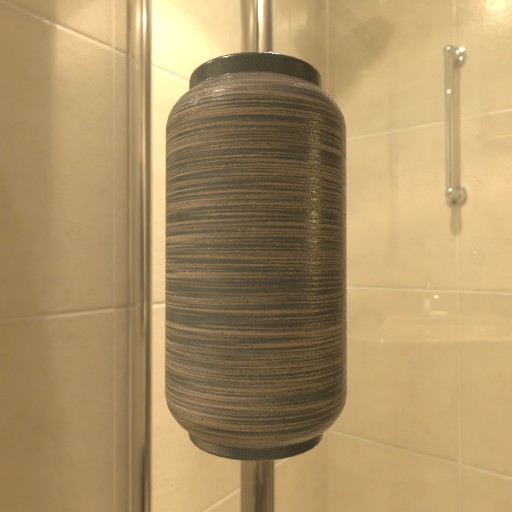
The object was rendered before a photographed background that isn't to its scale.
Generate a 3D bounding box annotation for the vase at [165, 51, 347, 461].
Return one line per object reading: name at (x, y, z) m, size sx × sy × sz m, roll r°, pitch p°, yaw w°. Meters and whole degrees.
vase at (0.000, 0.000, 0.290) m, size 0.116 × 0.230 × 0.116 m, roll 0°, pitch -1°, yaw 0°
